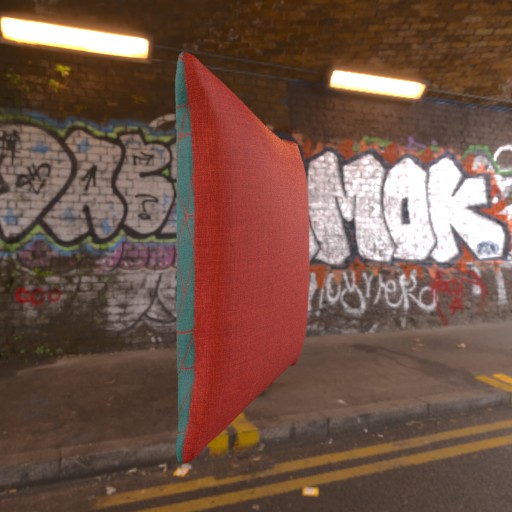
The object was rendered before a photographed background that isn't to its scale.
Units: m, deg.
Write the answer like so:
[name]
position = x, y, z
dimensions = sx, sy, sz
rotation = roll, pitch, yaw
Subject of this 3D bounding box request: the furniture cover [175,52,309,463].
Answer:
[furniture cover]
position = 0.000, 0.000, 0.780
dimensions = 0.158, 0.508, 0.517
rotation = 0, 1, 20
